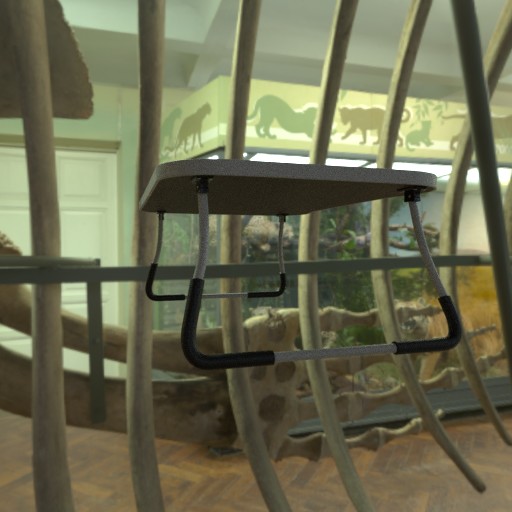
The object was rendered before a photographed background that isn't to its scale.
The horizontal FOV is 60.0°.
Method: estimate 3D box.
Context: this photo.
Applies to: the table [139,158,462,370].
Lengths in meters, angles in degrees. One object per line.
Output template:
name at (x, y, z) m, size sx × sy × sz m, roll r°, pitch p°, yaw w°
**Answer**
table at (0.000, 0.000, 0.826) m, size 0.400 × 0.232 × 0.660 m, roll 0°, pitch 1°, yaw -17°
